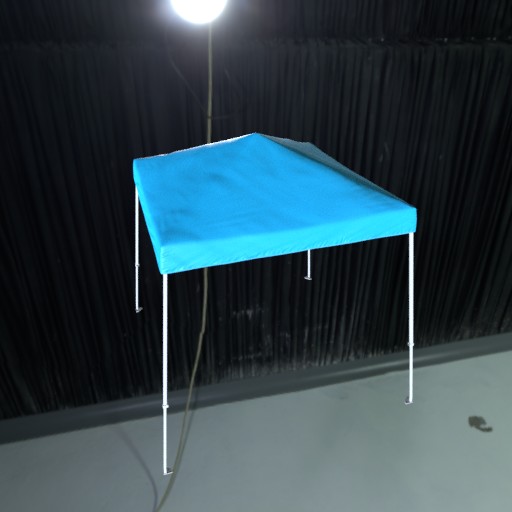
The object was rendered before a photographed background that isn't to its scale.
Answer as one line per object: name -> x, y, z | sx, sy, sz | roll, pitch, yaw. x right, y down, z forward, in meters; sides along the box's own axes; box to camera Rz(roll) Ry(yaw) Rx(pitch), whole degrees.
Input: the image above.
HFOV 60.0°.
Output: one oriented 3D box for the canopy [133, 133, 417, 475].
canopy -> 0.000, 0.000, 5.171 | 2.848, 2.849, 2.849 | -9, 31, -16
